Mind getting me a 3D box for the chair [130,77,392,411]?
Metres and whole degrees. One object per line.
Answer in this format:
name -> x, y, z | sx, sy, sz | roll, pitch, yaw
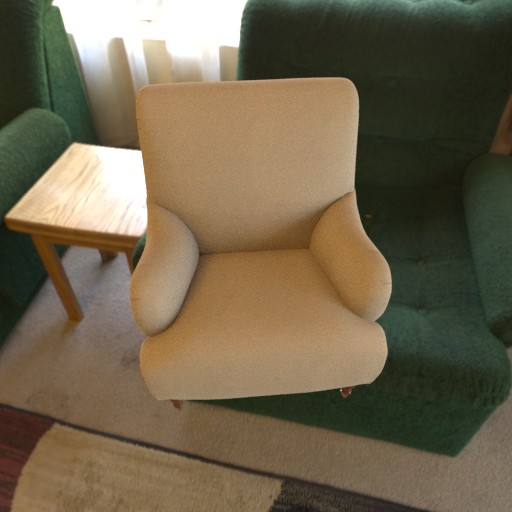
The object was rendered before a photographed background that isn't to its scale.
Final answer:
chair -> 0.000, 0.000, 1.534 | 0.766, 0.942, 0.842 | -3, 45, -3
